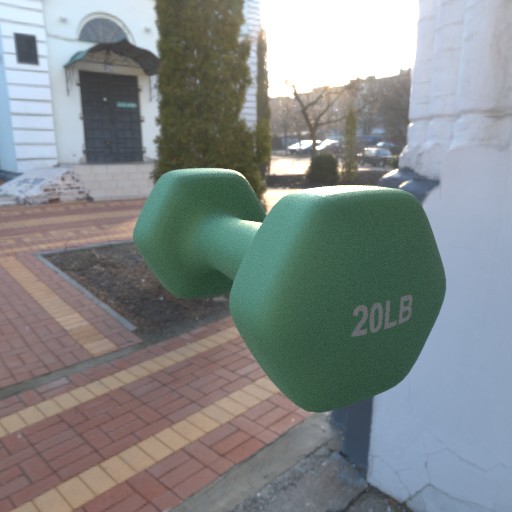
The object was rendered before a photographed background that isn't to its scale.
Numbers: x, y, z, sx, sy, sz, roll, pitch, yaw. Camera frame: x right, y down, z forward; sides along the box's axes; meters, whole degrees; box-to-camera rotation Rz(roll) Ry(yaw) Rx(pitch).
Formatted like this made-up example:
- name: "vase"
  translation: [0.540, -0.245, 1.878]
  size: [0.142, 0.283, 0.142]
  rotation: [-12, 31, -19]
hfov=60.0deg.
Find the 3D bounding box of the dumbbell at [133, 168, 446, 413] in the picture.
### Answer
- name: "dumbbell"
  translation: [0.000, 0.000, 0.326]
  size: [0.129, 0.117, 0.260]
  rotation: [-8, 16, -27]
